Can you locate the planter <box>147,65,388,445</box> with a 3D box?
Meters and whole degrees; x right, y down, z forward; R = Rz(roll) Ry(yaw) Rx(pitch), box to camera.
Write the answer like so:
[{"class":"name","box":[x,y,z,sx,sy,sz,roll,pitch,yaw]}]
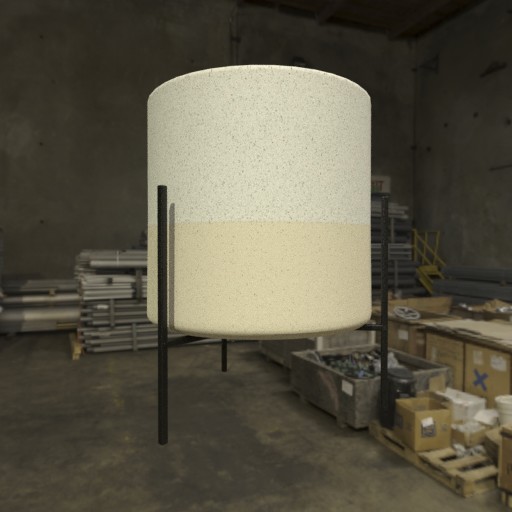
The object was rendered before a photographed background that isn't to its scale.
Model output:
[{"class":"planter","box":[0.000,0.000,0.647,0.313,0.423,0.335,0,1,-21]}]
